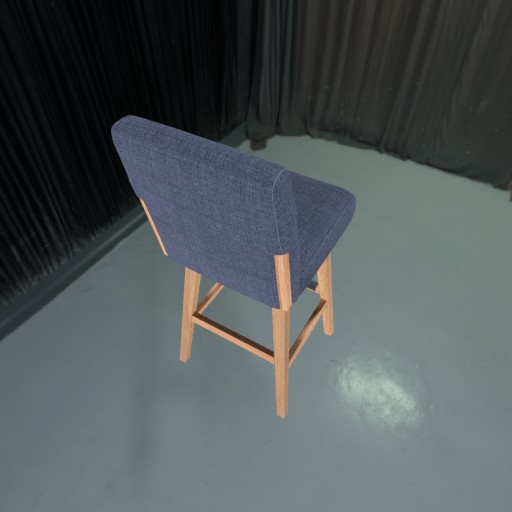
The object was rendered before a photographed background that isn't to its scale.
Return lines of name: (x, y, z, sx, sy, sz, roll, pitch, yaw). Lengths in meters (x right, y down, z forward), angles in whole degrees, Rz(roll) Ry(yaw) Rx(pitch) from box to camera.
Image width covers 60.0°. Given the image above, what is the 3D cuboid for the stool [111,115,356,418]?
stool: (0.000, 0.000, 1.442, 0.483, 1.112, 0.570, 23, 50, 21)
